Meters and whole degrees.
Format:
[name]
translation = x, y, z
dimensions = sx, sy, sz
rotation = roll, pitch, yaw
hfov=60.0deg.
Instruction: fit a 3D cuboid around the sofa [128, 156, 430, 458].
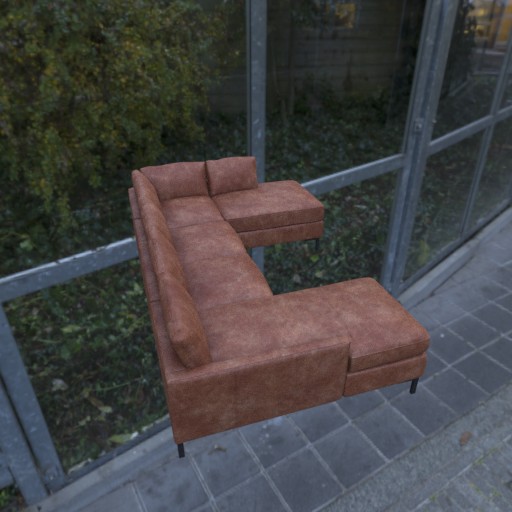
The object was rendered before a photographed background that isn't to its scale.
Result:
[sofa]
translation = 0.000, 0.000, 3.872
dimensions = 1.939, 0.900, 2.956
rotation = -9, 31, -15
